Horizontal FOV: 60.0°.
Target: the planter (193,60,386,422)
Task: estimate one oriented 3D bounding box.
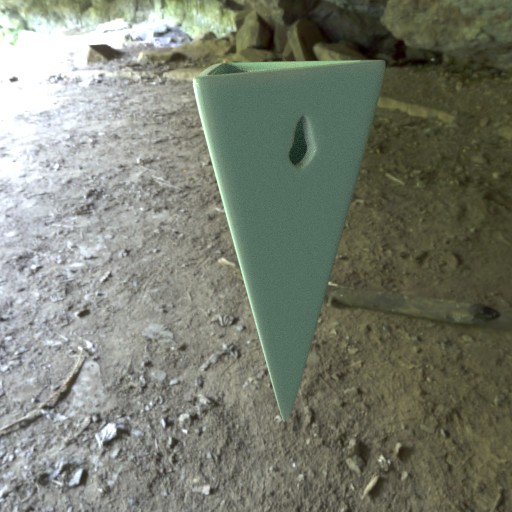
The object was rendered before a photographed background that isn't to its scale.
[{"bbox_3d":[0.000,0.000,0.217,0.080,0.178,0.064,-18,35,-27],"label":"planter"}]
